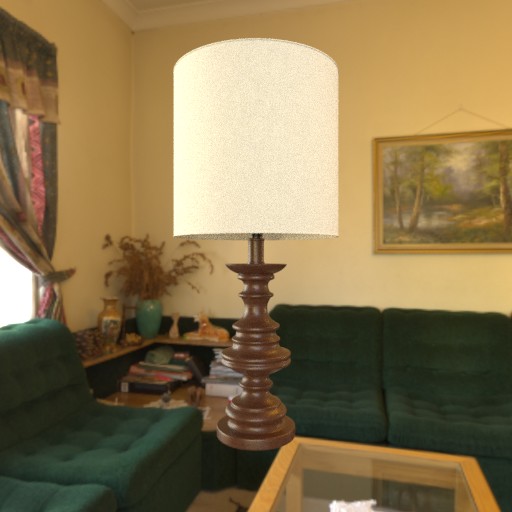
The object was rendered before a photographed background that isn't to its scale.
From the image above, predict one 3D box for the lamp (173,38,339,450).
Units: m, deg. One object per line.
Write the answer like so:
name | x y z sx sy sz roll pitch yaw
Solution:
lamp | 0.000 0.000 0.568 0.208 0.455 0.208 0 0 -2
